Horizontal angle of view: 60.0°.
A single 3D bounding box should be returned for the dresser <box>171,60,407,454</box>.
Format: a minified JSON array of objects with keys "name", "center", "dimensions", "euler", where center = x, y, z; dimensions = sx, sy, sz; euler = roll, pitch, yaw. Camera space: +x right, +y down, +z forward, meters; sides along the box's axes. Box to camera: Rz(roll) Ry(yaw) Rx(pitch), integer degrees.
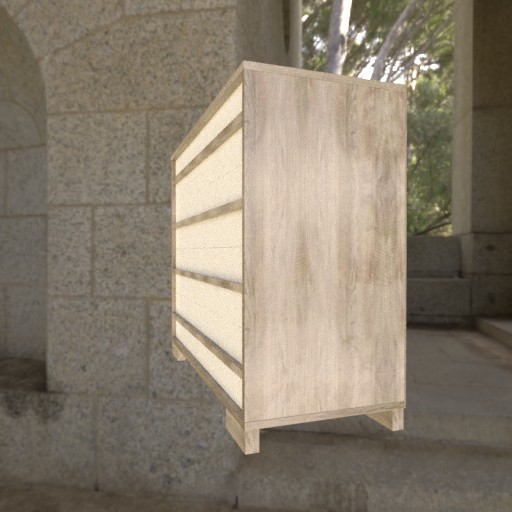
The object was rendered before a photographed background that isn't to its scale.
[{"name":"dresser","center":[0.000,0.000,1.450],"dimensions":[0.404,0.816,0.994],"euler":[0,1,-19]}]
